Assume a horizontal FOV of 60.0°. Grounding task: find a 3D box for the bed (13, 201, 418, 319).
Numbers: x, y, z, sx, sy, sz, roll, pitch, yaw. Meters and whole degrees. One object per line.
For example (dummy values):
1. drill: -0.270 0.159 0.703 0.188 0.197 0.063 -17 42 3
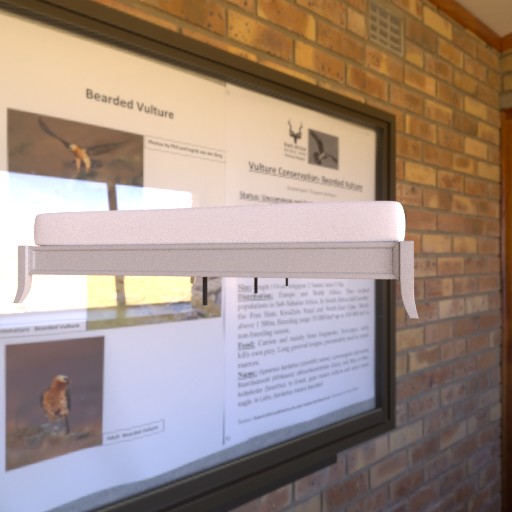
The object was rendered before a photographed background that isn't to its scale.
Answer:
1. bed: 0.000 0.000 3.027 2.007 0.510 2.108 0 0 18
